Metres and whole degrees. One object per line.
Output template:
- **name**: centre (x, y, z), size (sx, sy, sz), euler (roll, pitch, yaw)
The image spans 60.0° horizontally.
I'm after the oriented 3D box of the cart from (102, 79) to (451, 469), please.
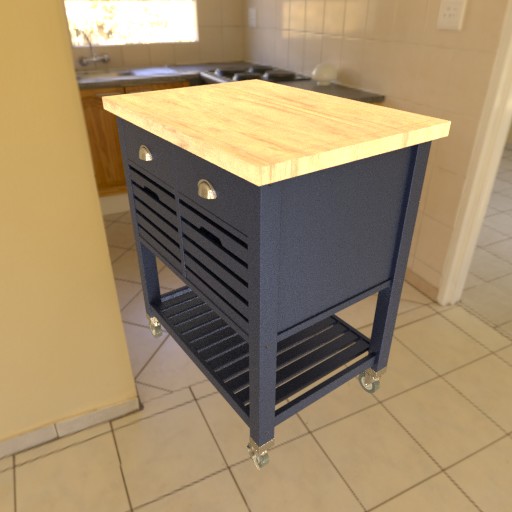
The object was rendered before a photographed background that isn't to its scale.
- **cart**: centre (0.000, 0.000, 1.418), size (0.567, 0.920, 0.797), euler (-20, 36, -31)
